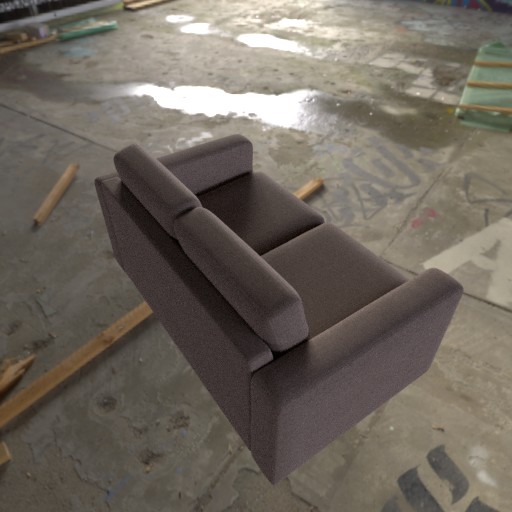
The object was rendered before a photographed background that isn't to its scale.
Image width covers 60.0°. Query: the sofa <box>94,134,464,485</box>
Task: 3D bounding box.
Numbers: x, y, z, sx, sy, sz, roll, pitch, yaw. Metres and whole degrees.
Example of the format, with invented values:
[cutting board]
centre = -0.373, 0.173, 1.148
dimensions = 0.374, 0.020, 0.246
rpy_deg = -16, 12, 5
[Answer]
[sofa]
centre = 0.000, 0.000, 2.003
dimensions = 0.900, 0.800, 1.520
rpy_deg = -25, 47, -25
